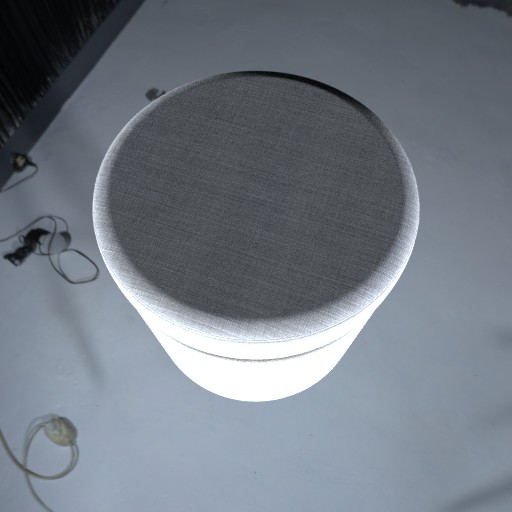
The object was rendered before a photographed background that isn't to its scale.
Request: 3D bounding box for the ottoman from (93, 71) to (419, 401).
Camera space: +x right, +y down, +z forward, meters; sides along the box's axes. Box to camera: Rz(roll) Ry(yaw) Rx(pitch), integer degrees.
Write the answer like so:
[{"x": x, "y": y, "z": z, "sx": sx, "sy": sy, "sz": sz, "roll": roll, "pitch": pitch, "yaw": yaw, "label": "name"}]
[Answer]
[{"x": 0.000, "y": 0.000, "z": 0.713, "sx": 0.400, "sy": 0.406, "sz": 0.400, "roll": 0, "pitch": 63, "yaw": 0, "label": "ottoman"}]
